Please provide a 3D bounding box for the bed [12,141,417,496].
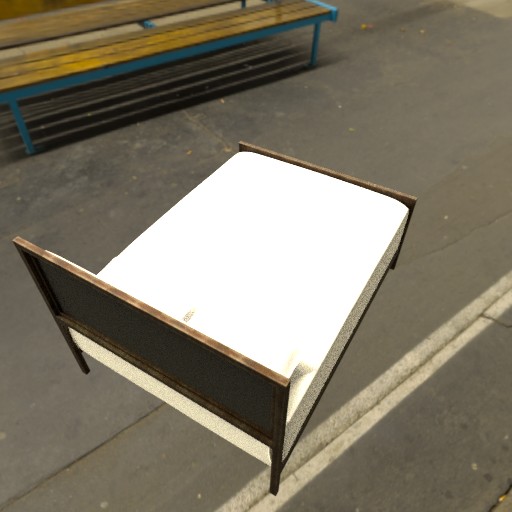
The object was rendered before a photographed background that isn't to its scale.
[{"bbox_3d":[0.000,0.000,3.133,1.607,1.313,2.221,23,50,21],"label":"bed"}]
